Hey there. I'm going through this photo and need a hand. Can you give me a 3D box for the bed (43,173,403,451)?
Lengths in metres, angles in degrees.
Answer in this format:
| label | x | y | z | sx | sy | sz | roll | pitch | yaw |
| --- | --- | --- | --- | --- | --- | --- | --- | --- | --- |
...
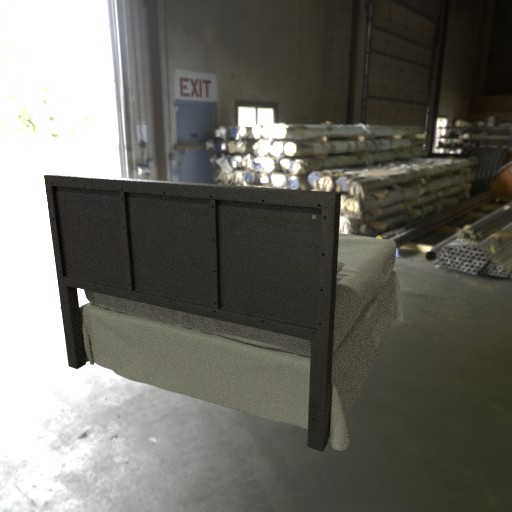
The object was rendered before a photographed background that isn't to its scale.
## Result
| label | x | y | z | sx | sy | sz | roll | pitch | yaw |
| --- | --- | --- | --- | --- | --- | --- | --- | --- | --- |
| bed | 0.000 | 0.000 | 2.915 | 1.772 | 1.142 | 1.785 | 8 | 18 | 26 |
